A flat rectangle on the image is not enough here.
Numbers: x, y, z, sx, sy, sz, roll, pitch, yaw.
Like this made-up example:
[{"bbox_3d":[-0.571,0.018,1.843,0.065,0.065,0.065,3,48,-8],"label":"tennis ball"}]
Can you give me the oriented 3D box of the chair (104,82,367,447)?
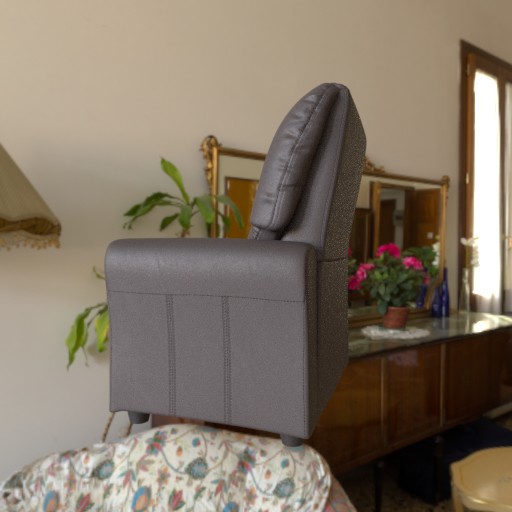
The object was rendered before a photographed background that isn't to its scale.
[{"bbox_3d":[0.000,0.000,1.122,0.521,0.709,0.610,0,1,19],"label":"chair"}]
